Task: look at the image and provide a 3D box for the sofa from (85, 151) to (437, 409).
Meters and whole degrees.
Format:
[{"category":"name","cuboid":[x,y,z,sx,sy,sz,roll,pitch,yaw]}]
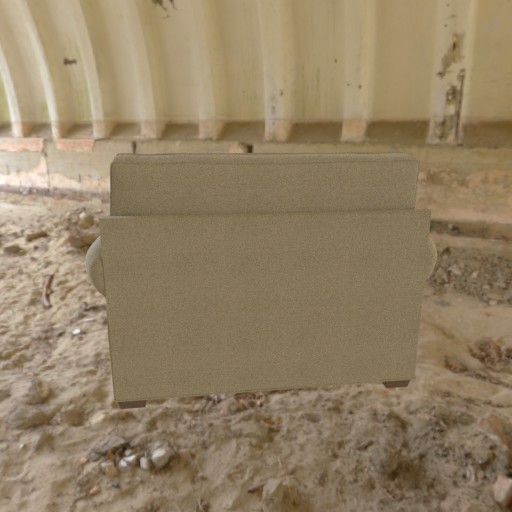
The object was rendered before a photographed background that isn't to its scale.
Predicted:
[{"category":"sofa","cuboid":[0.000,0.000,2.125,1.405,0.991,0.936,-2,15,-8]}]
